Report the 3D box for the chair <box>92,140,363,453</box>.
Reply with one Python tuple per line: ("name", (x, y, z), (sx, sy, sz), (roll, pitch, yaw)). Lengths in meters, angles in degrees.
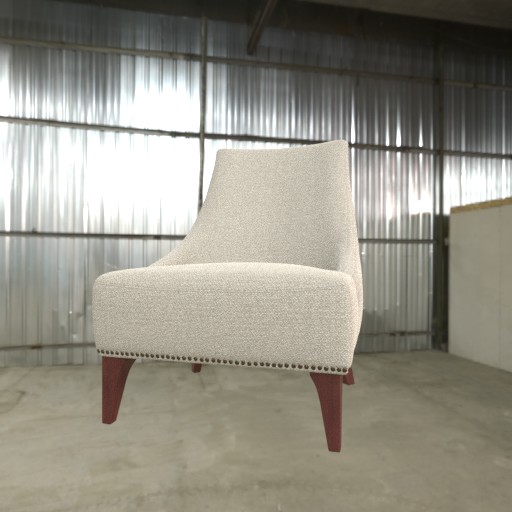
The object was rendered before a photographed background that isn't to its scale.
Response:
("chair", (0.000, 0.000, 1.479), (0.701, 0.909, 0.861), (0, 0, 16))
